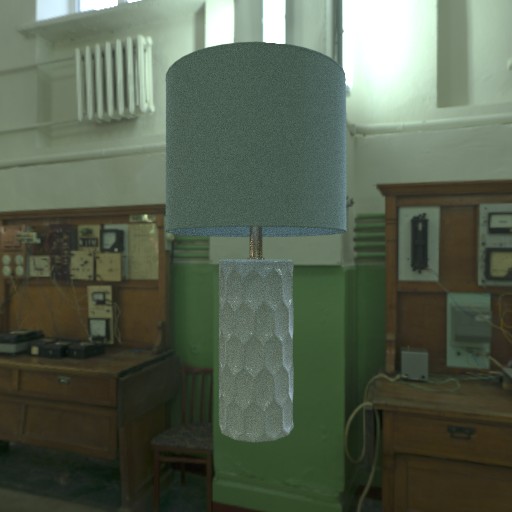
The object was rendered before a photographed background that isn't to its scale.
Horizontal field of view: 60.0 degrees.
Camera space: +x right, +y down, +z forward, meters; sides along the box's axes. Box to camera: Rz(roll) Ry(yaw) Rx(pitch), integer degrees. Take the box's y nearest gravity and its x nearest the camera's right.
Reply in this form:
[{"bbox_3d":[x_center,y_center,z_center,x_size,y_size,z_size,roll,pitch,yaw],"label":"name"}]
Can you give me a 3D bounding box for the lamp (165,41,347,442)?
[{"bbox_3d":[0.000,0.000,0.690,0.277,0.534,0.277,0,0,18],"label":"lamp"}]
